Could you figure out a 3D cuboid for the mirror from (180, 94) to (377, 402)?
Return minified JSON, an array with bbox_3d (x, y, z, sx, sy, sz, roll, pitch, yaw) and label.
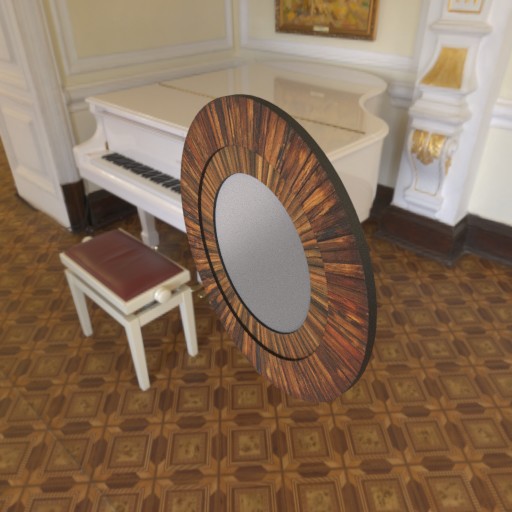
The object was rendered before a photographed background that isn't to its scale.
[{"bbox_3d":[0.000,0.000,1.562,0.036,1.077,1.077,-21,39,-29],"label":"mirror"}]
